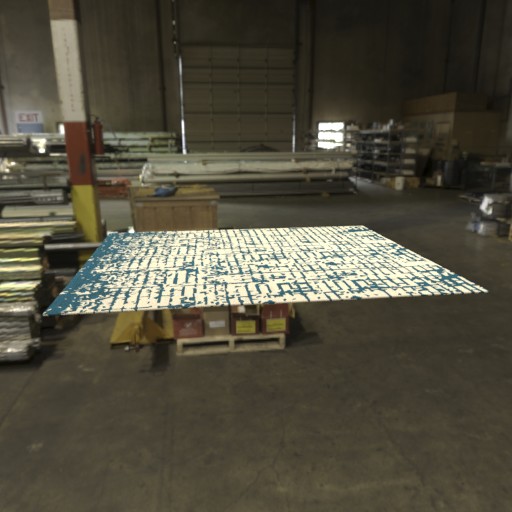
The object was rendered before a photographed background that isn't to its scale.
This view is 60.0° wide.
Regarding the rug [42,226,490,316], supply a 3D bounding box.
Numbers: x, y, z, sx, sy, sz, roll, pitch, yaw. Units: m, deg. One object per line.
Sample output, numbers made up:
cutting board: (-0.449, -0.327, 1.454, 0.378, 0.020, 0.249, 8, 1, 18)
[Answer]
rug: (0.000, 0.000, 4.097, 3.017, 0.014, 2.416, -2, 15, -8)
